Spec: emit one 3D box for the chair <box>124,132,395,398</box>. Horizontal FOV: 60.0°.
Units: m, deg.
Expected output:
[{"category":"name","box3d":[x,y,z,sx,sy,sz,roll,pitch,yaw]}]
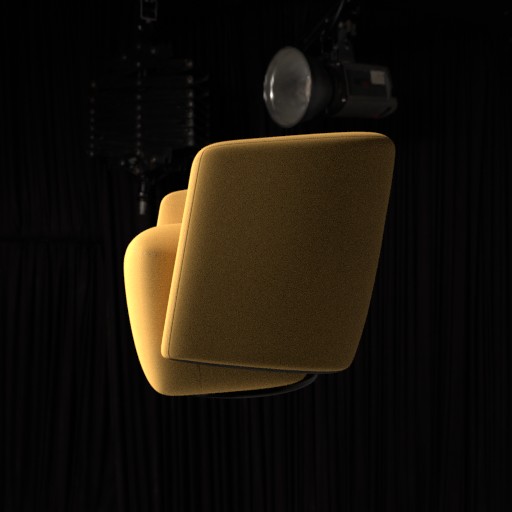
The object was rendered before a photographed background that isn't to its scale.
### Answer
[{"category":"chair","box3d":[0.000,0.000,1.348,0.767,0.698,0.773,0,0,-17]}]
